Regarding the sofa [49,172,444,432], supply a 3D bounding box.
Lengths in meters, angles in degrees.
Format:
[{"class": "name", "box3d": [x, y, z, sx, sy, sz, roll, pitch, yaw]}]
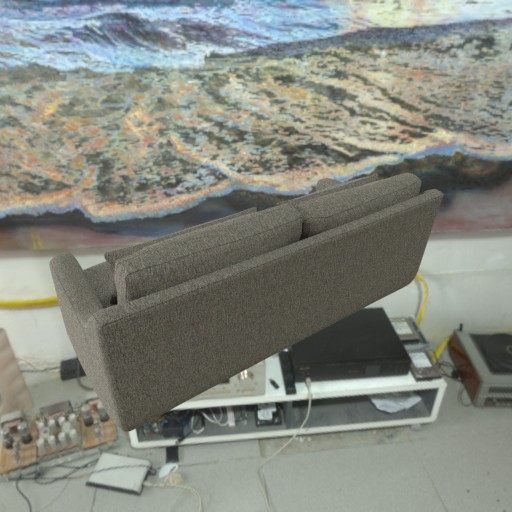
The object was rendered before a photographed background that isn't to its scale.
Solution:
[{"class": "sofa", "box3d": [0.000, 0.000, 2.953, 2.418, 0.998, 1.103, -20, 36, -31]}]
